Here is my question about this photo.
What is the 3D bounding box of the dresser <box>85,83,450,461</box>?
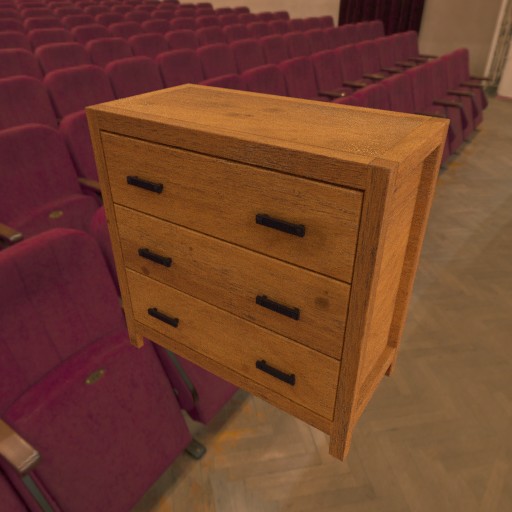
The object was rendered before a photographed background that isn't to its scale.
[{"bbox_3d":[0.000,0.000,1.279,0.804,0.804,0.427,19,36,29],"label":"dresser"}]
